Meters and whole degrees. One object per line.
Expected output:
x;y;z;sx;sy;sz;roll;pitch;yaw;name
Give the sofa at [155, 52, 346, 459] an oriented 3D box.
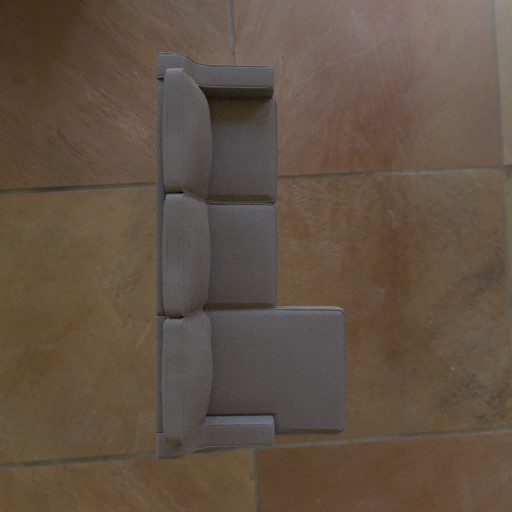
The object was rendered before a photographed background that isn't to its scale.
0.000;0.000;3.086;1.294;0.928;2.561;0;90;-2;sofa
